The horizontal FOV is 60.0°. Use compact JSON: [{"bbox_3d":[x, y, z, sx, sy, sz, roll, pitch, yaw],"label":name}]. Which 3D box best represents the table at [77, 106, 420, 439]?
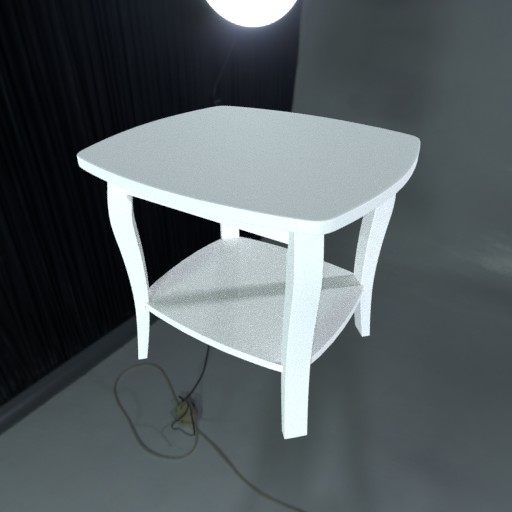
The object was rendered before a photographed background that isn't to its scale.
[{"bbox_3d":[0.000,0.000,0.857,0.502,0.438,0.451,19,36,27],"label":"table"}]
